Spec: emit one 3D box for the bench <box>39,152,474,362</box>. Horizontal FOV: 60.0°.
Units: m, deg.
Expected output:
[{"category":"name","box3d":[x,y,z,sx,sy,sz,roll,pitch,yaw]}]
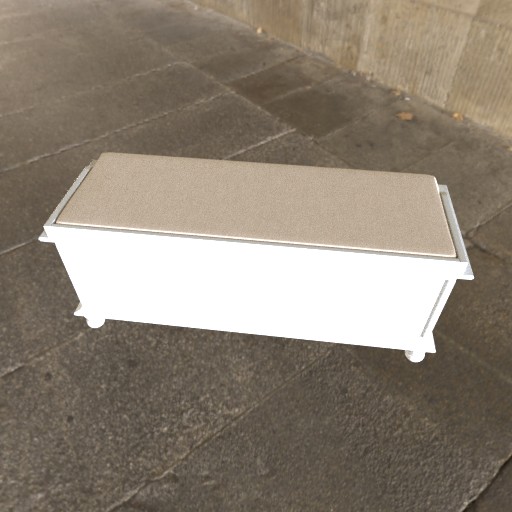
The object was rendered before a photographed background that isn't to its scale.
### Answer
[{"category":"bench","box3d":[0.000,0.000,1.474,1.185,0.486,0.402,5,45,5]}]
